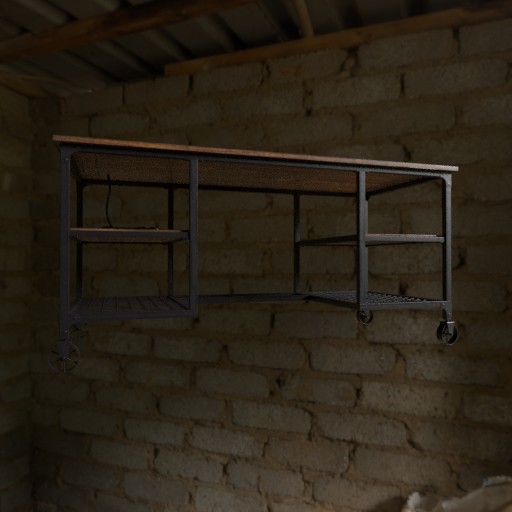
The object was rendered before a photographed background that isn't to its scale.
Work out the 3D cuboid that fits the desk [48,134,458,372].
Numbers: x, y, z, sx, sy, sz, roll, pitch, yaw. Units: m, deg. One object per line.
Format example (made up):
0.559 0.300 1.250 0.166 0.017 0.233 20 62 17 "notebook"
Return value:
0.000 0.000 1.958 1.590 0.751 0.711 0 -1 -18 "desk"
